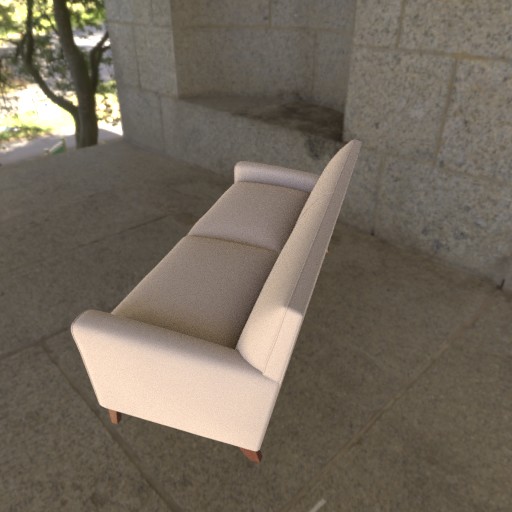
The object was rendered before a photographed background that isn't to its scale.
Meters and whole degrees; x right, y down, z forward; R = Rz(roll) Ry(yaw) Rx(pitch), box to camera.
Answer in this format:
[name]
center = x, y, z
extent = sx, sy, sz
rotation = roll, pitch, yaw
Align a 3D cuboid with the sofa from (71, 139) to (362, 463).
[sofa]
center = 0.000, 0.000, 2.442
extent = 0.875, 0.846, 2.000
rotation = 9, 32, 15
